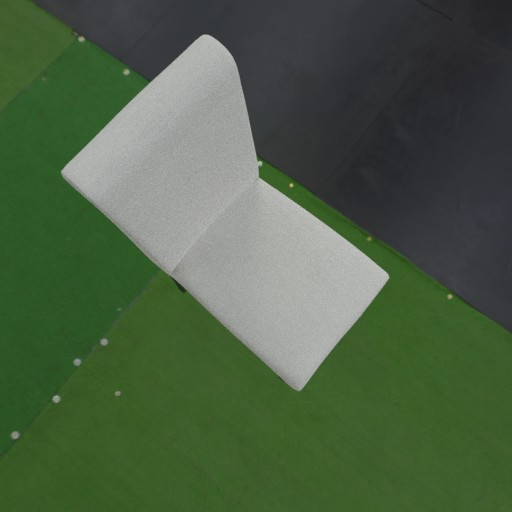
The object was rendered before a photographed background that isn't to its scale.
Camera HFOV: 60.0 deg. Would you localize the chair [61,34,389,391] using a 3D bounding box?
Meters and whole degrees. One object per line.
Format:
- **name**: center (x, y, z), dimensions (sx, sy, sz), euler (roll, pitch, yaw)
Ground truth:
- **chair**: center (0.000, 0.000, 1.347), dimensions (0.708, 0.976, 0.452), euler (39, 79, 9)
